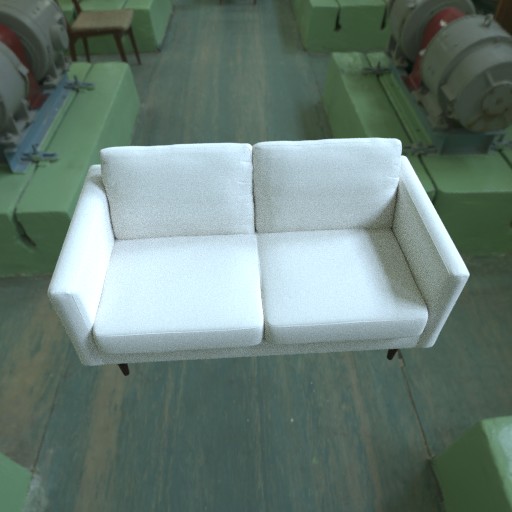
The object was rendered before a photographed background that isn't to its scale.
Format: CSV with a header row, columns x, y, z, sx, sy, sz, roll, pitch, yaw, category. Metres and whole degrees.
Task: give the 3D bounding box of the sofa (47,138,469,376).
x,y,z,sx,sy,sz,roll,pitch,yaw,category
0.000,0.000,2.227,1.713,0.893,0.940,-3,46,-3,sofa
